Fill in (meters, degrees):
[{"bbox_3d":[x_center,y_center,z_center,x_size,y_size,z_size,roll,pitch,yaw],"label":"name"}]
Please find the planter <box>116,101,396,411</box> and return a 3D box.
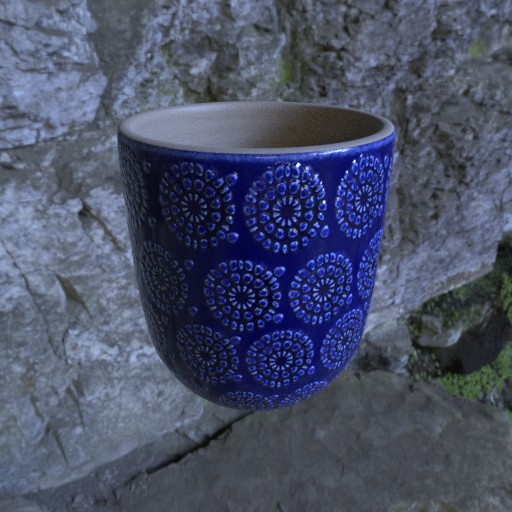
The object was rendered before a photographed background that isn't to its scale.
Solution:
[{"bbox_3d":[0.000,0.000,0.344,0.184,0.206,0.184,0,27,0],"label":"planter"}]
